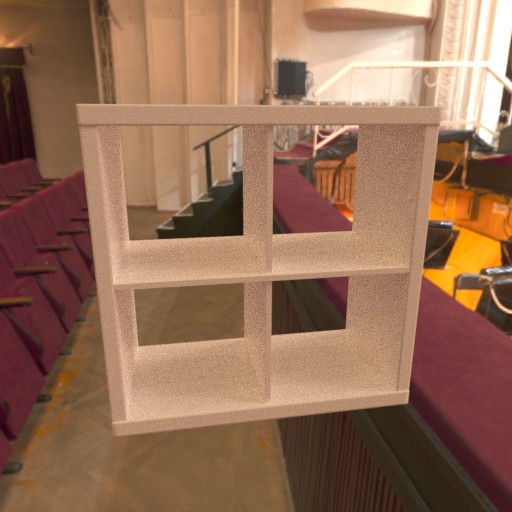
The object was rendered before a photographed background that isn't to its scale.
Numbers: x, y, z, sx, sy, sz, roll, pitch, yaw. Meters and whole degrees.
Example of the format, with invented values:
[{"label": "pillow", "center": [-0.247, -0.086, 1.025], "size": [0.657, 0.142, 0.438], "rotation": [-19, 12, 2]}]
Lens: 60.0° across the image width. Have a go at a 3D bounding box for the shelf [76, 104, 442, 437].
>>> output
[{"label": "shelf", "center": [0.000, 0.000, 1.238], "size": [0.790, 0.786, 0.390], "rotation": [-3, 17, -10]}]
